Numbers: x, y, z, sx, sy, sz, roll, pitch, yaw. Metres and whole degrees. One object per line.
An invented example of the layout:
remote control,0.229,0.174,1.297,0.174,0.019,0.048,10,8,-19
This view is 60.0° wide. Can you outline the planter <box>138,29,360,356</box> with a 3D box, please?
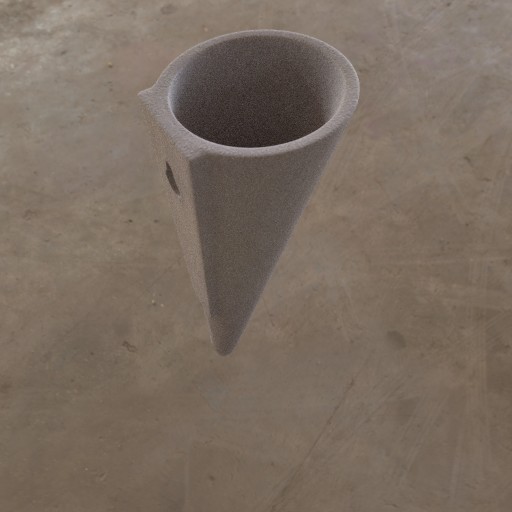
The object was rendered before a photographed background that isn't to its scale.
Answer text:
planter,0.000,0.000,0.289,0.087,0.259,0.078,-28,62,-16
